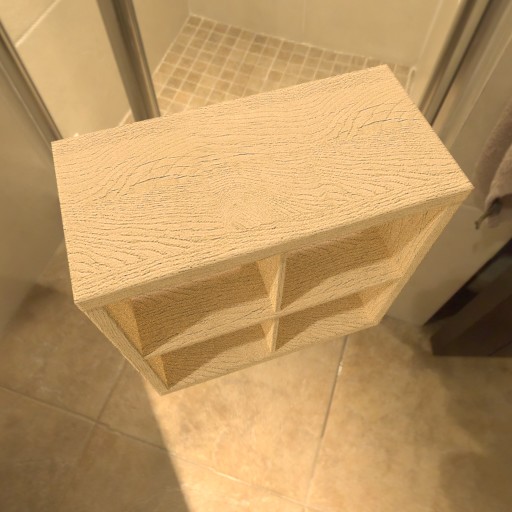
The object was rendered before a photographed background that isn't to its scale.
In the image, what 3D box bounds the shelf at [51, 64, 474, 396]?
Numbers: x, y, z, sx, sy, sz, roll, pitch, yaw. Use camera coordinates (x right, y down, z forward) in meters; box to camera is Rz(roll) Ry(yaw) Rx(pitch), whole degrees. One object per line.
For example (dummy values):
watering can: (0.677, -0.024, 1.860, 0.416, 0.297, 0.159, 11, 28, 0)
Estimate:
shelf: (0.000, 0.000, 1.259, 0.790, 0.786, 0.390, -16, 62, -9)
